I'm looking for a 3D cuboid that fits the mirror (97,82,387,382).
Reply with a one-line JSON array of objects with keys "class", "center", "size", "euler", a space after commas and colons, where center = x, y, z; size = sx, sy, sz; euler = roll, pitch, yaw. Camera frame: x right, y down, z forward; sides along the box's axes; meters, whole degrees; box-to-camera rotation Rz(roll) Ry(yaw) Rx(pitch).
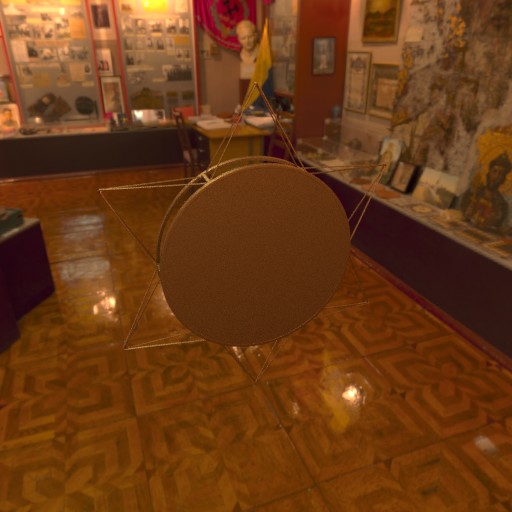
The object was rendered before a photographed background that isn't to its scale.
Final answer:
[{"class": "mirror", "center": [0.000, 0.000, 0.793], "size": [0.498, 0.581, 0.062], "euler": [-8, 27, -17]}]
